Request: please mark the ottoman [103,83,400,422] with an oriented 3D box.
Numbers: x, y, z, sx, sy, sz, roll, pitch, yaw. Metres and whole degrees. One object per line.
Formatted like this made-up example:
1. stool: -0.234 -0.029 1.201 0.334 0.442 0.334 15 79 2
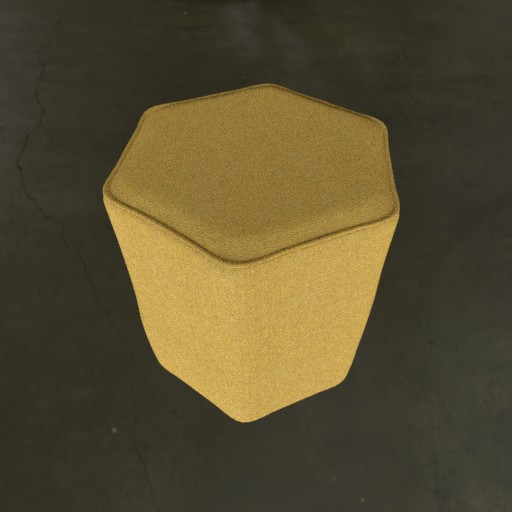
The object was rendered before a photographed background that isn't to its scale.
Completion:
1. ottoman: 0.000 0.000 0.885 0.494 0.502 0.443 -18 50 -16
